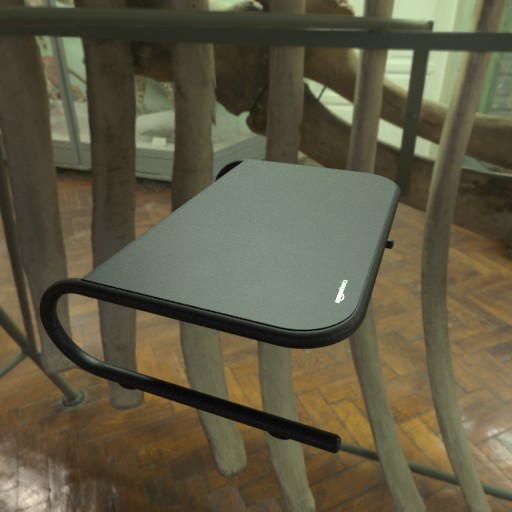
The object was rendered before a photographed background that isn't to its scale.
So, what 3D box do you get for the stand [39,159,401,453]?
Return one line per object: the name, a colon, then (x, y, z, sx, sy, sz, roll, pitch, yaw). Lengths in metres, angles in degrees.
stand: (0.000, 0.000, 0.507, 0.280, 0.108, 0.370, 11, 31, 19)
